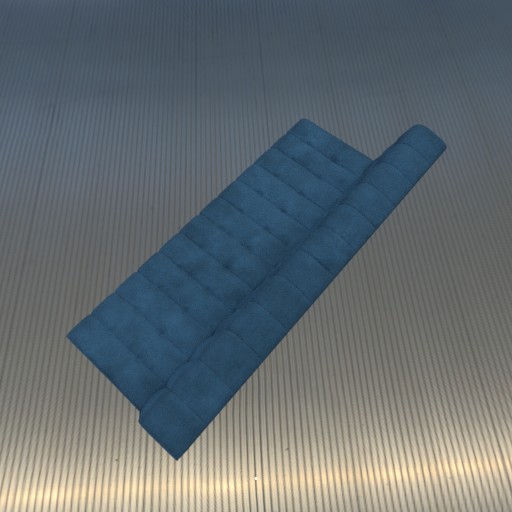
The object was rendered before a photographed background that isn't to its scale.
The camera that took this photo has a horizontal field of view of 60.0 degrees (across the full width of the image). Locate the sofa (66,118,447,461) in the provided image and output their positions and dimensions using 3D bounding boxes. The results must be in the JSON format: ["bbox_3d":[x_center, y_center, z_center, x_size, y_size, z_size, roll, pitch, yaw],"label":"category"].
[{"bbox_3d":[0.000,0.000,2.256,0.855,0.813,1.804,38,69,17],"label":"sofa"}]
